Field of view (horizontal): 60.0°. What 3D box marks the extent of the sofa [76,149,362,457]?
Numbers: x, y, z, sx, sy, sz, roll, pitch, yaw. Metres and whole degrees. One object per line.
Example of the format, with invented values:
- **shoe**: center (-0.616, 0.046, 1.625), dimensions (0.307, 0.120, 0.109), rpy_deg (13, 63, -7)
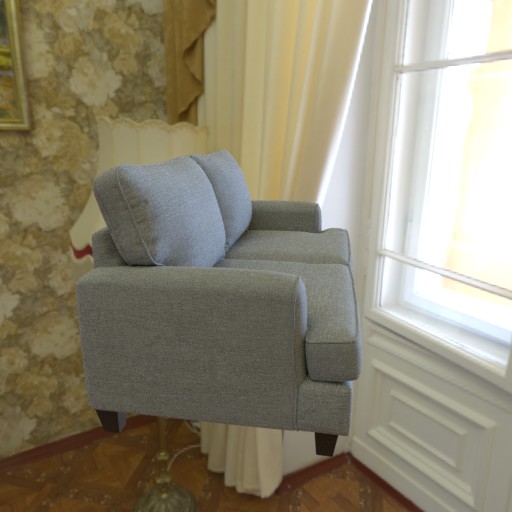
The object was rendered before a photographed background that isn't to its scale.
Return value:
- **sofa**: center (0.000, 0.000, 2.167), dimensions (0.965, 0.965, 1.651), rpy_deg (3, 16, 10)
